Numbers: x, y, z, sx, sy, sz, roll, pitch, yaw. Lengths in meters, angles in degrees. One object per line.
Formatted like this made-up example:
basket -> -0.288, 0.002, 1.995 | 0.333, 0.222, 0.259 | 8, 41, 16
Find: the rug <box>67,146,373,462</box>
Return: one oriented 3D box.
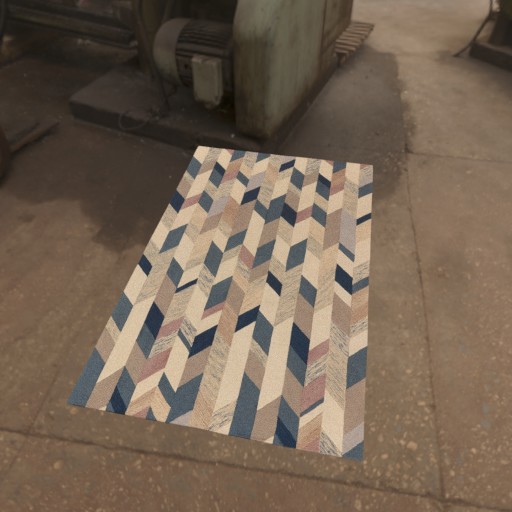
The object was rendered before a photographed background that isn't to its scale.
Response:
rug -> 0.000, 0.000, 2.985 | 1.513, 0.008, 2.423 | 8, 47, 8
